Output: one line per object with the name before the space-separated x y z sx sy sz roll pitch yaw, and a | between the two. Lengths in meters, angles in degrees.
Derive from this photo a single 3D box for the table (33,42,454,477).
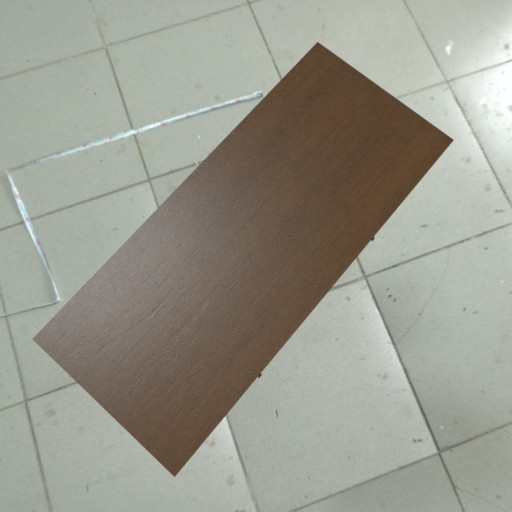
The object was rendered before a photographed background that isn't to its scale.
table | 0.000 0.000 1.377 0.490 0.464 1.119 40 80 9
